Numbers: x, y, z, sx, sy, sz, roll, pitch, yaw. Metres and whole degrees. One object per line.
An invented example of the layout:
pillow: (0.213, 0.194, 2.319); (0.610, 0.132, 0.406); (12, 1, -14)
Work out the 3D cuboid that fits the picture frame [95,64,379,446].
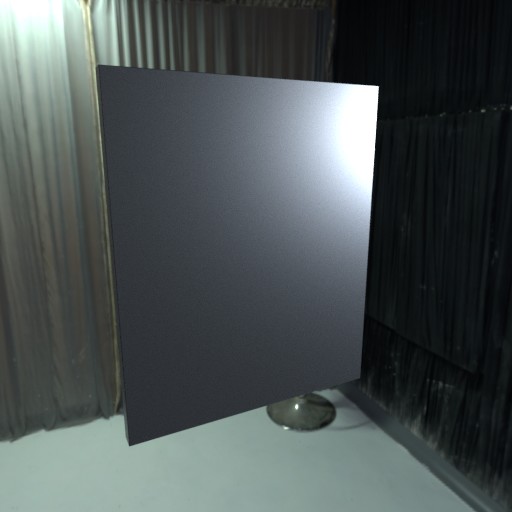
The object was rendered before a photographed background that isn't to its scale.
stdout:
picture frame: (0.000, 0.000, 0.740); (0.460, 0.556, 0.028); (-7, 16, -26)
